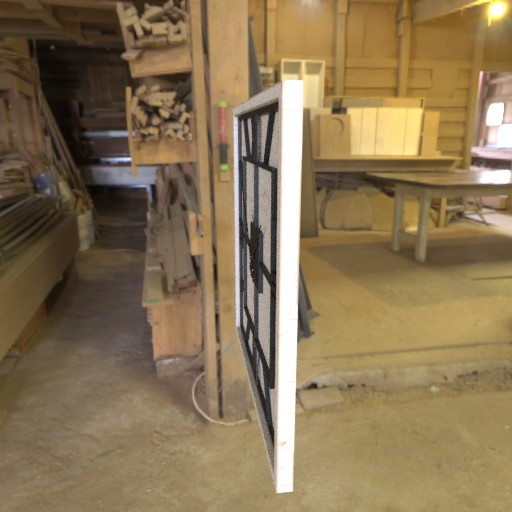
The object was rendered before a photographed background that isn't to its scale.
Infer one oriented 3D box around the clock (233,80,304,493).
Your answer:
[{"bbox_3d":[0.000,0.000,1.053,0.032,0.705,0.705,-2,16,-8],"label":"clock"}]
